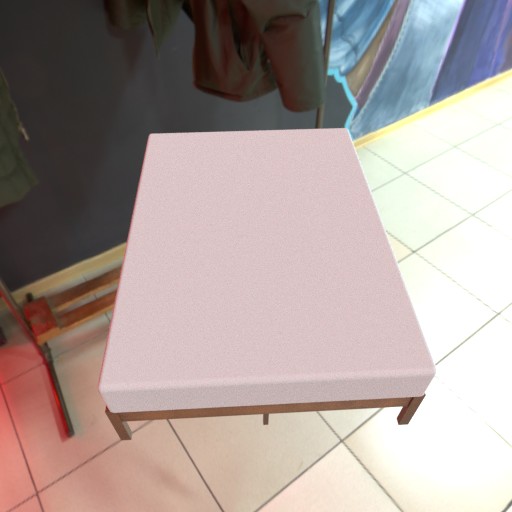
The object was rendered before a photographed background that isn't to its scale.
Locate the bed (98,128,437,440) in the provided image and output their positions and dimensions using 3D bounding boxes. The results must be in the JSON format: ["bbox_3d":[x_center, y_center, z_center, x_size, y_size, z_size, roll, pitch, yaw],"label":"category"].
[{"bbox_3d":[0.000,0.000,2.833,1.529,0.593,2.050,-2,47,-2],"label":"bed"}]
